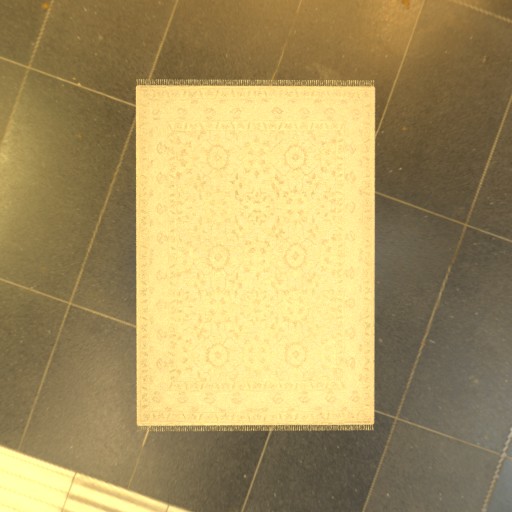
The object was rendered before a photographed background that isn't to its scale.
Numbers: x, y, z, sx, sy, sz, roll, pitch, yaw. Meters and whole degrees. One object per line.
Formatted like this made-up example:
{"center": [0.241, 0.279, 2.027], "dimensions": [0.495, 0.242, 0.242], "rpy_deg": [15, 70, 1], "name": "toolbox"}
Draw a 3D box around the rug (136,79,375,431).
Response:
{"center": [0.000, 0.000, 2.821], "dimensions": [1.514, 0.011, 2.233], "rpy_deg": [0, 91, -1], "name": "rug"}
